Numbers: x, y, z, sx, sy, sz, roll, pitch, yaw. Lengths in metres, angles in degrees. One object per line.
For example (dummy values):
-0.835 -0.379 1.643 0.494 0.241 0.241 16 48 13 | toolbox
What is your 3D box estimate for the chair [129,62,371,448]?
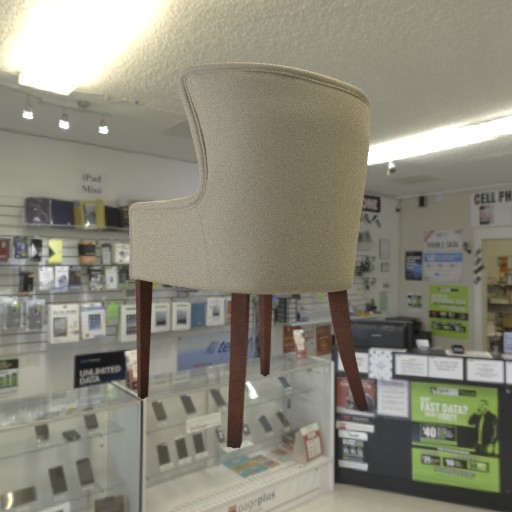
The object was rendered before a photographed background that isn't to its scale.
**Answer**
0.000 0.000 1.415 0.660 0.952 0.686 1 -2 -36 | chair
